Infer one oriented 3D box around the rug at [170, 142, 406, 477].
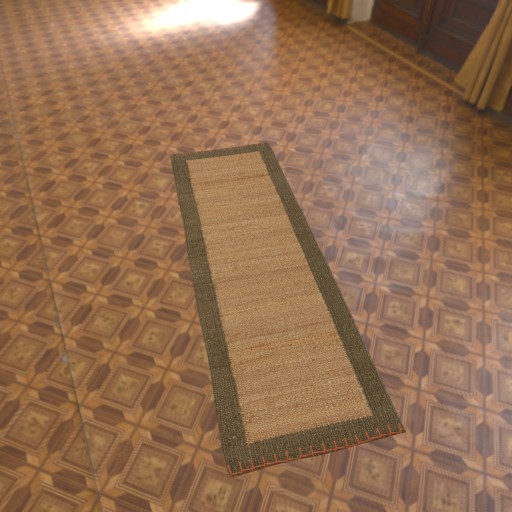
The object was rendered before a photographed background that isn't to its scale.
[{"bbox_3d":[0.000,0.000,2.706,0.810,0.016,2.413,-10,47,-9],"label":"rug"}]
